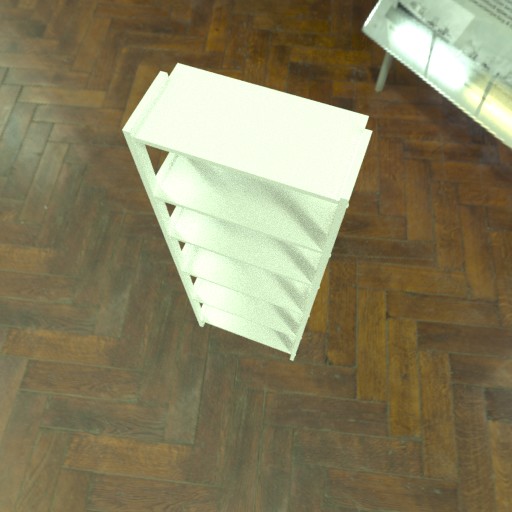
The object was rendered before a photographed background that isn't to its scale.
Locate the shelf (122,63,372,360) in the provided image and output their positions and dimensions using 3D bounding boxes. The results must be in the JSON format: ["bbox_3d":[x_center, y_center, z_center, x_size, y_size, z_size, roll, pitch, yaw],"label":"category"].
[{"bbox_3d":[0.000,0.000,2.113,0.660,1.892,0.381,19,66,9],"label":"shelf"}]
